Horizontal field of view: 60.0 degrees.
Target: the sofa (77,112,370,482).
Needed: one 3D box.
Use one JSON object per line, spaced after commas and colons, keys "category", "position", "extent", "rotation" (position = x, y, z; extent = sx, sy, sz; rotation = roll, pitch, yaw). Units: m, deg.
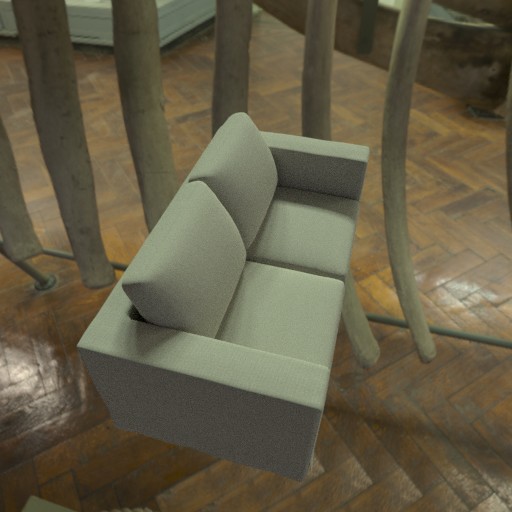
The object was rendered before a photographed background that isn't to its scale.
{"category": "sofa", "position": [0.000, 0.000, 2.400], "extent": [1.009, 0.932, 1.813], "rotation": [11, 47, 11]}
